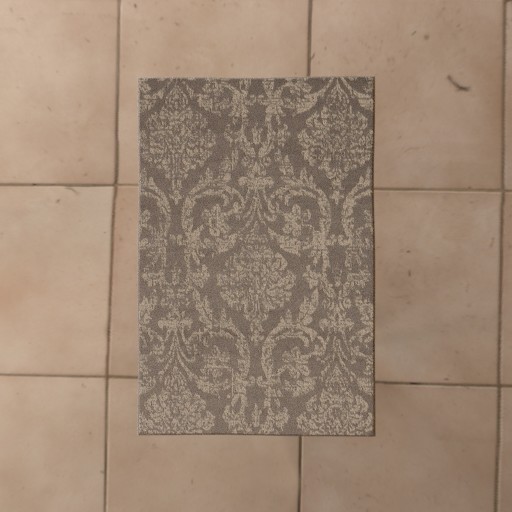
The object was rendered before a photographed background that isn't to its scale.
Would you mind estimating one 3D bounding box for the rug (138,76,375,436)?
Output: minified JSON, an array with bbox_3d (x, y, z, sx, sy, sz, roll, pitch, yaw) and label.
[{"bbox_3d":[0.000,0.000,2.251,1.206,0.012,1.824,0,90,1],"label":"rug"}]
